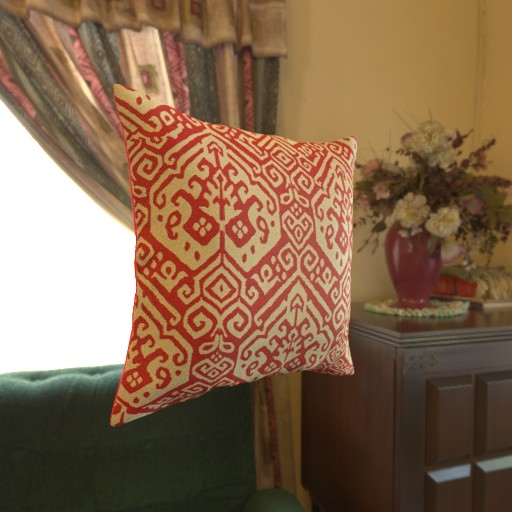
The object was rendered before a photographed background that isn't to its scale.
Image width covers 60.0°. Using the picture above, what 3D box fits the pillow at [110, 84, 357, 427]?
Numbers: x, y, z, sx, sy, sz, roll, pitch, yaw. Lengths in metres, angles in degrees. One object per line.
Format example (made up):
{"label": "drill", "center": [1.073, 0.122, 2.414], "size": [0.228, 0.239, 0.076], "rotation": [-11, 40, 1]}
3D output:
{"label": "pillow", "center": [0.000, 0.000, 0.797], "size": [0.522, 0.507, 0.192], "rotation": [0, 0, -36]}
